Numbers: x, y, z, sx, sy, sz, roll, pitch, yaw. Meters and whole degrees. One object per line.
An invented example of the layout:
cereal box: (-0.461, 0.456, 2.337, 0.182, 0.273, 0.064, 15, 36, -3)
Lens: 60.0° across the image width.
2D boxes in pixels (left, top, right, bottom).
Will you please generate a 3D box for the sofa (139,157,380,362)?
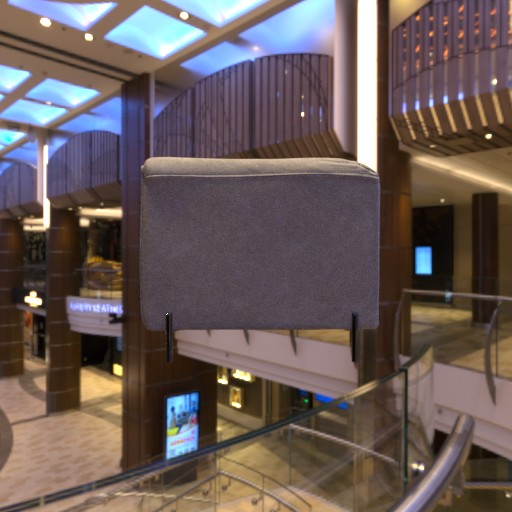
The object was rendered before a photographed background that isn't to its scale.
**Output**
sofa: (0.000, 0.000, 2.687, 0.899, 0.758, 2.238, 0, 0, -1)
